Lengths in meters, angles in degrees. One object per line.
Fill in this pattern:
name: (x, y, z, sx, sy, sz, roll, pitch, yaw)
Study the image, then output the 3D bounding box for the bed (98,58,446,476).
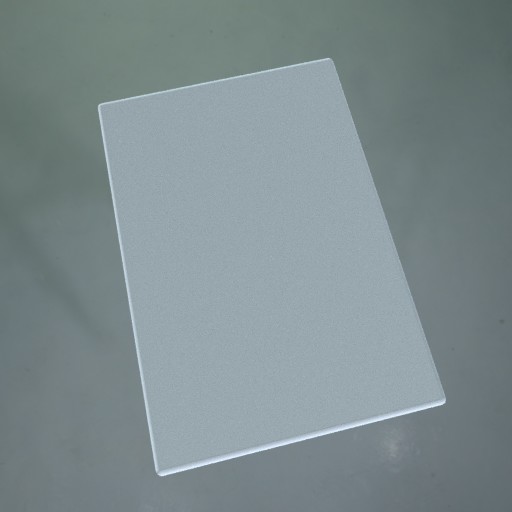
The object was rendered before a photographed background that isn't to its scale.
bed: (0.000, 0.000, 2.497, 1.348, 0.616, 1.927, -13, 75, -4)
